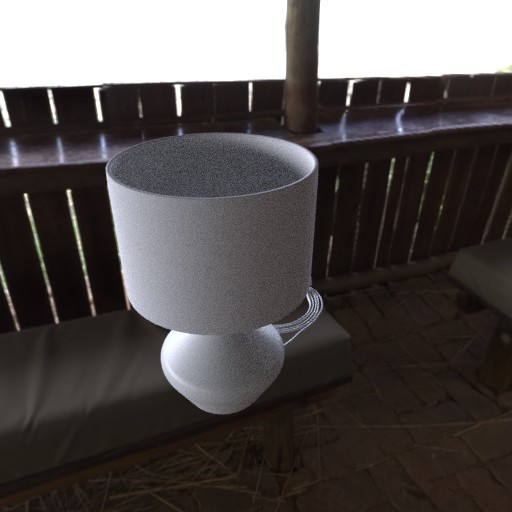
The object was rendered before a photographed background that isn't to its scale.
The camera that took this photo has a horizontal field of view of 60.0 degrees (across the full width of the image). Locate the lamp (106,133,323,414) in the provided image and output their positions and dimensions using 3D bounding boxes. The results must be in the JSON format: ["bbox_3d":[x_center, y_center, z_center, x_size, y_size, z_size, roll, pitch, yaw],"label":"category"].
[{"bbox_3d":[0.000,0.000,0.860,0.546,0.457,0.401,-23,37,-34],"label":"lamp"}]
